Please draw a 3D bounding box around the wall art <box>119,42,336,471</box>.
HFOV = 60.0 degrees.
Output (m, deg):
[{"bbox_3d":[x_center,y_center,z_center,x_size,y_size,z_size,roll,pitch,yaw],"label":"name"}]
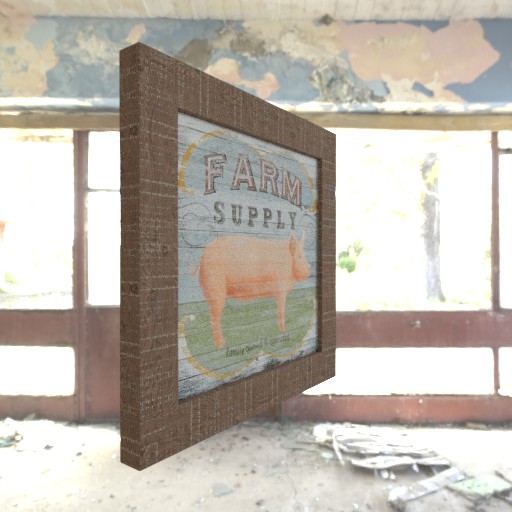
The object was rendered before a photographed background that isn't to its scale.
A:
[{"bbox_3d":[0.000,0.000,0.771,0.040,0.531,0.531,0,0,37],"label":"wall art"}]
